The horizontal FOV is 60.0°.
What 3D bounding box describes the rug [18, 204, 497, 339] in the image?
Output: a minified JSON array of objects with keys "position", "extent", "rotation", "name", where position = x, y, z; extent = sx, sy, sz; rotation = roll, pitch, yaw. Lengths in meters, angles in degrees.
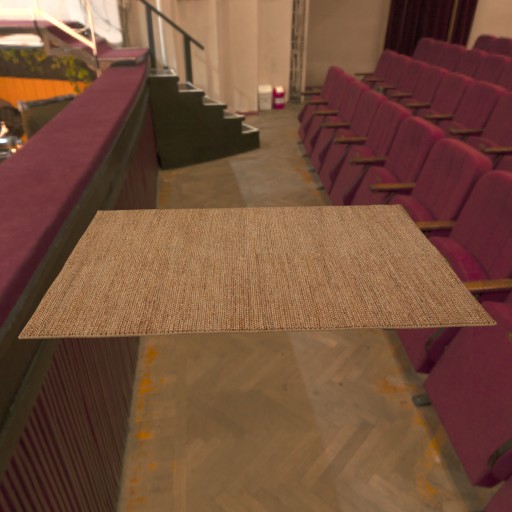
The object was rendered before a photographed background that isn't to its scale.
[{"position":[0.000,0.000,2.904],"extent":[2.438,0.034,1.521],"rotation":[-1,30,-2],"name":"rug"}]
